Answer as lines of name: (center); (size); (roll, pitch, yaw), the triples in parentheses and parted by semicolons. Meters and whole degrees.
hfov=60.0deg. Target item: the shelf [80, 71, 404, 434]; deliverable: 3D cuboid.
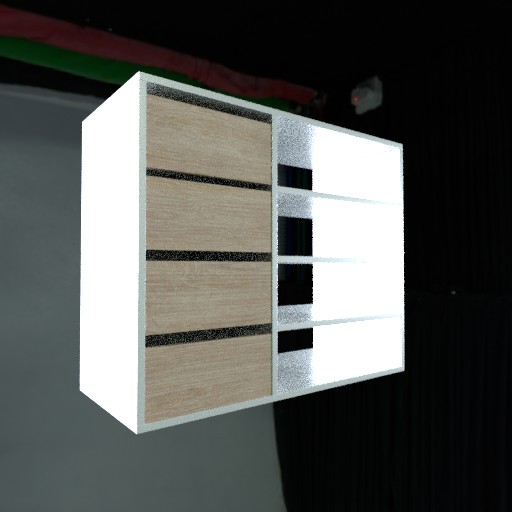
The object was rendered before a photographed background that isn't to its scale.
shelf: (0.000, 0.000, 1.320); (0.895, 0.732, 0.396); (1, -2, -37)
